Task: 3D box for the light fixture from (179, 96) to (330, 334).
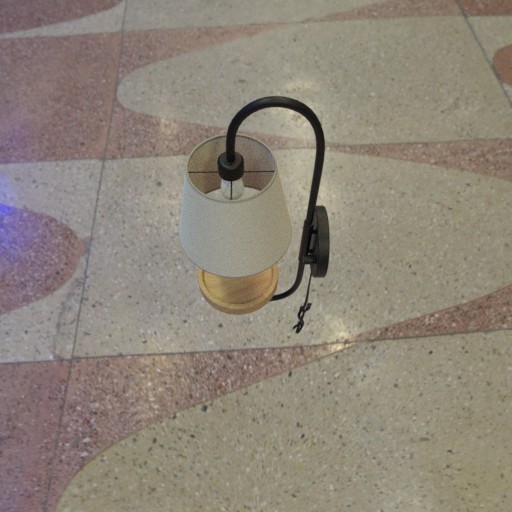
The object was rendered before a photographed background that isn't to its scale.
[{"bbox_3d":[0.000,0.000,0.951,0.299,0.821,0.220,-1,58,0],"label":"light fixture"}]
